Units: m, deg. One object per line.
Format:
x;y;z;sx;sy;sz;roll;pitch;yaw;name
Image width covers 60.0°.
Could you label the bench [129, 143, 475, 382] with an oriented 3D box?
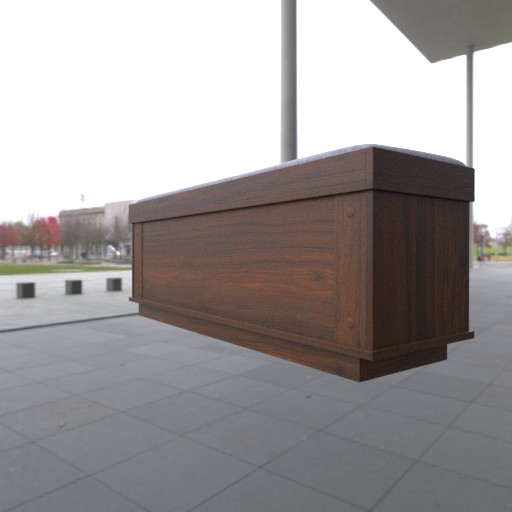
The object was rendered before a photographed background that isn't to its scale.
0.000;0.000;1.374;0.367;0.468;1.196;0;1;-36;bench
